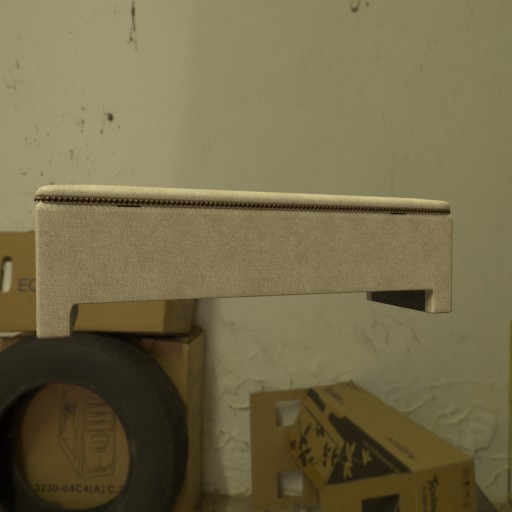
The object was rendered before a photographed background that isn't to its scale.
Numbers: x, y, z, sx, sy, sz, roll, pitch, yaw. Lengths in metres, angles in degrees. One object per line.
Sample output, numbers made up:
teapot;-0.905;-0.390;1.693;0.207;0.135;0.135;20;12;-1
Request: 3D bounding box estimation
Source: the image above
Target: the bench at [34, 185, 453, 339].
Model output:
bench;0.000;0.000;1.696;1.482;0.447;0.470;-1;2;-19
